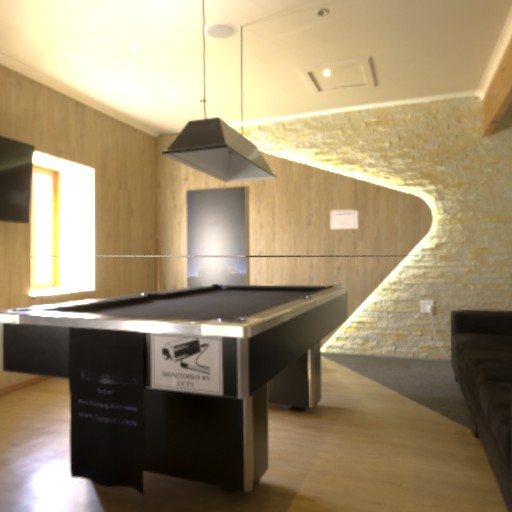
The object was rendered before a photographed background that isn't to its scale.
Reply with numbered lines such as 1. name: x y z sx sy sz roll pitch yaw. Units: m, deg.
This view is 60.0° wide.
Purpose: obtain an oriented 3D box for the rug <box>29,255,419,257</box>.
1. rug: 0.000 0.000 2.413 1.234 0.006 1.854 0 0 35
